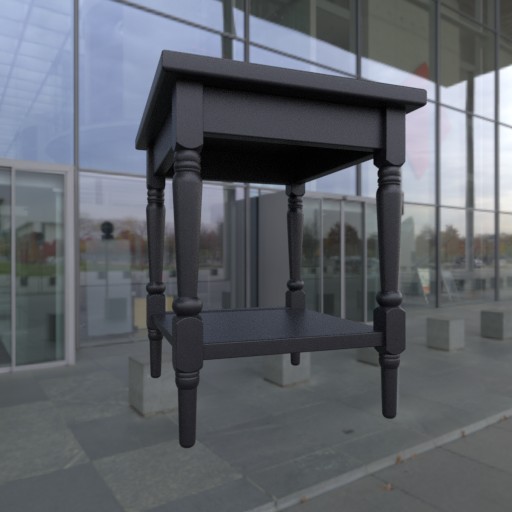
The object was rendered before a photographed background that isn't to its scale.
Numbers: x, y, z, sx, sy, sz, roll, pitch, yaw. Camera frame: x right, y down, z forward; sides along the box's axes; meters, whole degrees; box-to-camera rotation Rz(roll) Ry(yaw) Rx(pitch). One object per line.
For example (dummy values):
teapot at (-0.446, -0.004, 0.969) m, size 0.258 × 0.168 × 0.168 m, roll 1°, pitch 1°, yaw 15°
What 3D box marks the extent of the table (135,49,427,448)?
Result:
table at (0.000, 0.000, 0.904) m, size 0.442 × 0.565 × 0.488 m, roll 0°, pitch 0°, yaw -19°
